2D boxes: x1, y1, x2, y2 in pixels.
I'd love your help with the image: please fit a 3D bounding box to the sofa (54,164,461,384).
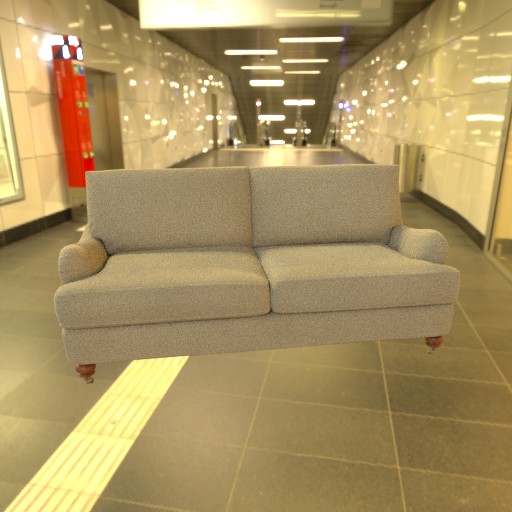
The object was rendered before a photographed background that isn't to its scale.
[{"bbox_3d":[0.000,0.000,2.628,2.070,0.997,1.091,-3,18,-9],"label":"sofa"}]
